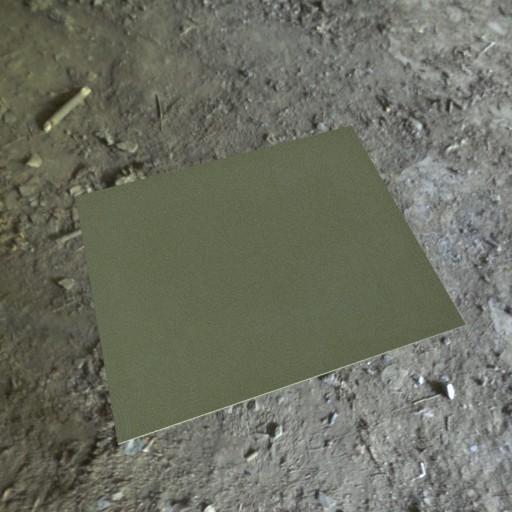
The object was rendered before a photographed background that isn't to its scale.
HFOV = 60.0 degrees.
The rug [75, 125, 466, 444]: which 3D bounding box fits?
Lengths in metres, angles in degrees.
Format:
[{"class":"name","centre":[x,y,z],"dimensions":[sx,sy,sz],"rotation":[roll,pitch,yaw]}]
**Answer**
[{"class":"rug","centre":[0.000,0.000,3.535],"dimensions":[2.584,0.011,2.073],"rotation":[-16,64,-8]}]
